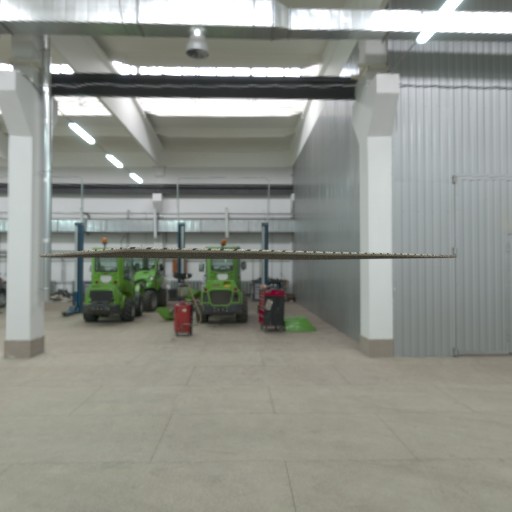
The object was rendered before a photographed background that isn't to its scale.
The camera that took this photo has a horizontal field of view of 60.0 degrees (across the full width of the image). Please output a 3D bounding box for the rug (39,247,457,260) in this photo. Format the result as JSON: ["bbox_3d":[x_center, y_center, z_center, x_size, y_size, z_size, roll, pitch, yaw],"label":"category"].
[{"bbox_3d":[0.000,0.000,3.013,2.406,0.023,1.539,1,-1,-37],"label":"rug"}]
